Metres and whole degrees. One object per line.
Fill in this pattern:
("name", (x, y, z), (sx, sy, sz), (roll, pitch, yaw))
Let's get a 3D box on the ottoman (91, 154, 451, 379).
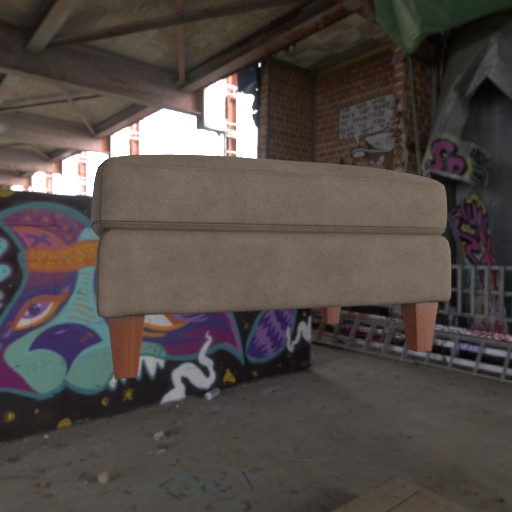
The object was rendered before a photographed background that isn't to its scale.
("ottoman", (0.000, 0.000, 1.242), (0.864, 0.483, 0.584), (0, 0, -19))
